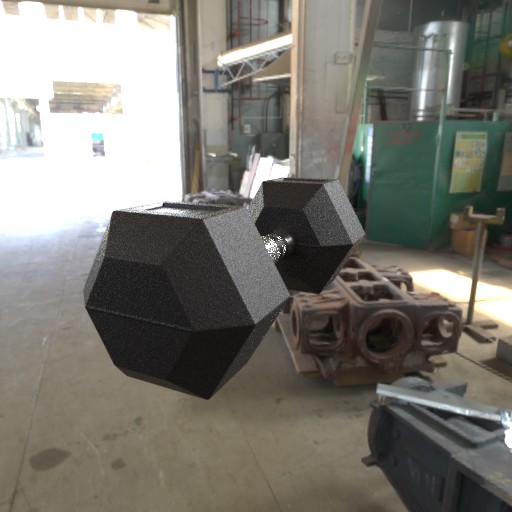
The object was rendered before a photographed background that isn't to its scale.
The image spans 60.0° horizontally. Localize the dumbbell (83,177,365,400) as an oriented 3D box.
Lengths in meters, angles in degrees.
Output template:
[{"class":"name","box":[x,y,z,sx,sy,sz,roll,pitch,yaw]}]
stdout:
[{"class":"dumbbell","box":[0.000,0.000,0.421,0.142,0.123,0.337,7,17,25]}]
